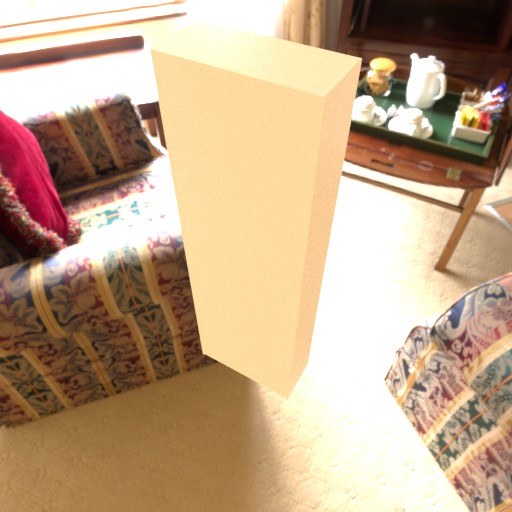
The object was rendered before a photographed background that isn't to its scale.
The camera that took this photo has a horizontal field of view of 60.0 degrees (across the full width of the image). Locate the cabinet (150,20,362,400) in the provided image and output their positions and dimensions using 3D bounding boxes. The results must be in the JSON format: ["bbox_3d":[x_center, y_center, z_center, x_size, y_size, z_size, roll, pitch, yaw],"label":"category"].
[{"bbox_3d":[0.000,0.000,1.792,0.520,1.630,0.255,23,52,20],"label":"cabinet"}]
